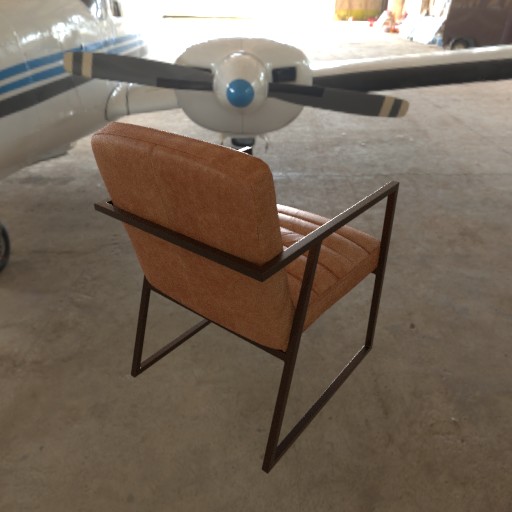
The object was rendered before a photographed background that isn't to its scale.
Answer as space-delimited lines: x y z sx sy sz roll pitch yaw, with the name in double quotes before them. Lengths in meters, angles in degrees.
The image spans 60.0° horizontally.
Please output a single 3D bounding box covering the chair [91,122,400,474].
"chair" 0.000 0.000 1.311 0.571 0.832 0.677 22 37 33
